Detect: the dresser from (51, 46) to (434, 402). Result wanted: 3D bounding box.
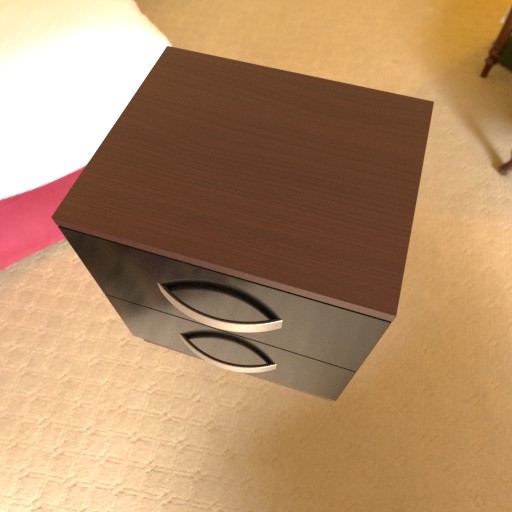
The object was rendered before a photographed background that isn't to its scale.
[{"bbox_3d":[0.000,0.000,0.759,0.400,0.470,0.360,16,61,9],"label":"dresser"}]
